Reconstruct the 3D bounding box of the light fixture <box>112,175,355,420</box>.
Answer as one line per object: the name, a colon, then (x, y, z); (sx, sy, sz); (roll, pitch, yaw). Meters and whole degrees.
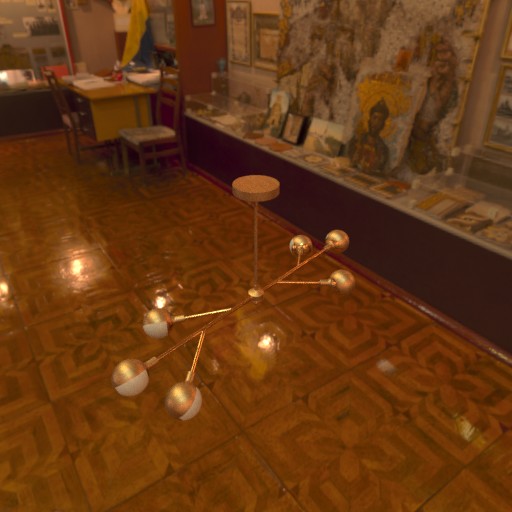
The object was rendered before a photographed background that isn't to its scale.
light fixture: (0.000, 0.000, 1.043); (0.778, 0.362, 0.434); (-18, 35, -27)
